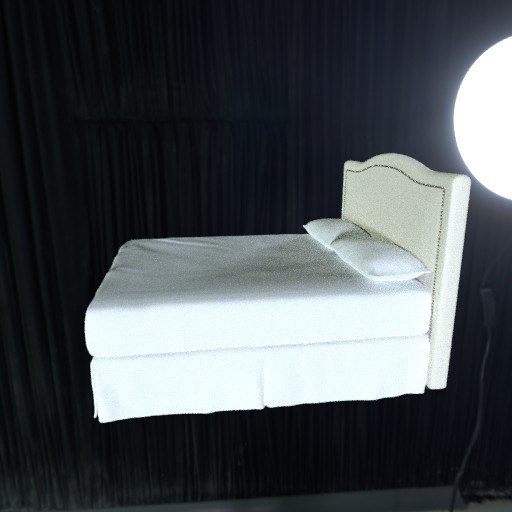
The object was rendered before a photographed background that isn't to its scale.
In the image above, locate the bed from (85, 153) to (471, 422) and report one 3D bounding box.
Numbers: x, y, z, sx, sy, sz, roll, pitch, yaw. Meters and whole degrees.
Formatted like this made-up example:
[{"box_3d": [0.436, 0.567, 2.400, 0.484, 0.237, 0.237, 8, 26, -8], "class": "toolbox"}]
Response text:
[{"box_3d": [0.000, 0.000, 3.251, 2.143, 1.460, 1.753, -2, 15, -9], "class": "bed"}]
